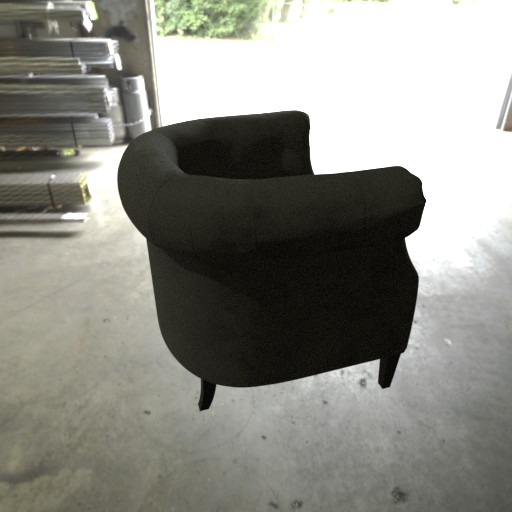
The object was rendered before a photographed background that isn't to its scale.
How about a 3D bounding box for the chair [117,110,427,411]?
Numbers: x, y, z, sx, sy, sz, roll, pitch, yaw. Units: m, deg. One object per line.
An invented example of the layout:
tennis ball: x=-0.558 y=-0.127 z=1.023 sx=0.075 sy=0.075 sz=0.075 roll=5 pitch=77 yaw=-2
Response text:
chair: x=0.000 y=0.000 z=1.569 sx=0.851 sy=0.826 sz=0.904 roll=-9 pitch=32 yaw=-15
